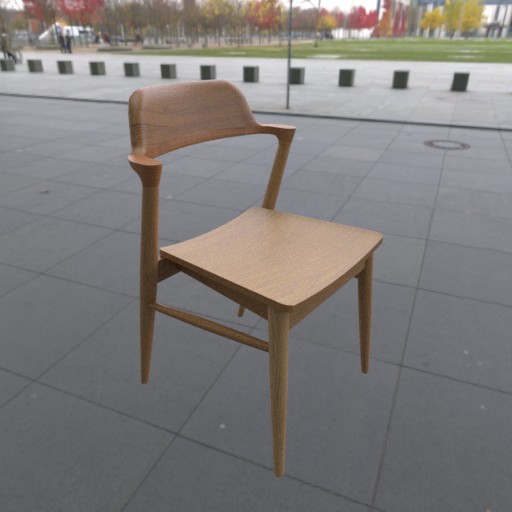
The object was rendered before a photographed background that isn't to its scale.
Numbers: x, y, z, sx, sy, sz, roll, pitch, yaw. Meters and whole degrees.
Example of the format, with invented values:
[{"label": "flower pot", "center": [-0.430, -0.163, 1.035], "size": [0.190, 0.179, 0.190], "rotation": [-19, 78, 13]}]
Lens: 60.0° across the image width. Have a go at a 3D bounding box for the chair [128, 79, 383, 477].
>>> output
[{"label": "chair", "center": [0.000, 0.000, 1.116], "size": [0.499, 0.792, 0.512], "rotation": [20, 33, 34]}]
